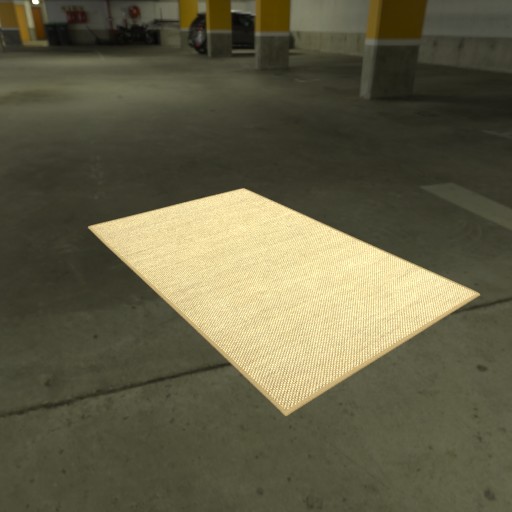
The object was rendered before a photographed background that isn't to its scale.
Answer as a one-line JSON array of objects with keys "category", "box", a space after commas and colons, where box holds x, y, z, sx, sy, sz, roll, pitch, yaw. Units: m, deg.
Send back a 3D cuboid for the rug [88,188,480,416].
[{"category": "rug", "box": [0.000, 0.000, 2.128, 1.062, 0.013, 1.667, -19, 33, -32]}]
